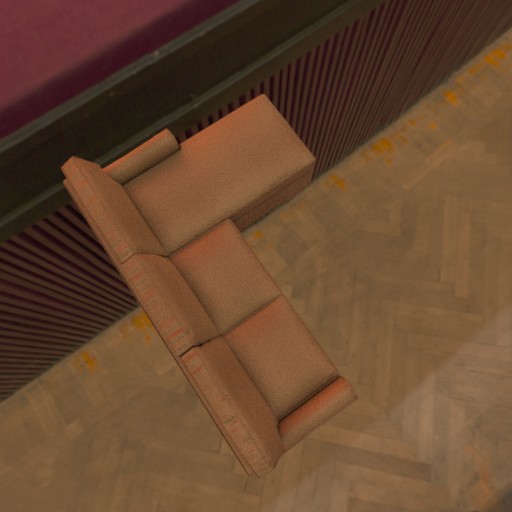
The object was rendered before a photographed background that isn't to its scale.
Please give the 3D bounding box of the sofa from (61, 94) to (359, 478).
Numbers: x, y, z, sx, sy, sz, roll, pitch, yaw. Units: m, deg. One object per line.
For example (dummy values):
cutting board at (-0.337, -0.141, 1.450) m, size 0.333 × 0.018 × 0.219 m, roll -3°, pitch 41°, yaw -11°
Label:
sofa at (0.000, 0.000, 3.327) m, size 1.733 × 0.978 × 2.475 m, roll -34°, pitch 79°, yaw -8°
